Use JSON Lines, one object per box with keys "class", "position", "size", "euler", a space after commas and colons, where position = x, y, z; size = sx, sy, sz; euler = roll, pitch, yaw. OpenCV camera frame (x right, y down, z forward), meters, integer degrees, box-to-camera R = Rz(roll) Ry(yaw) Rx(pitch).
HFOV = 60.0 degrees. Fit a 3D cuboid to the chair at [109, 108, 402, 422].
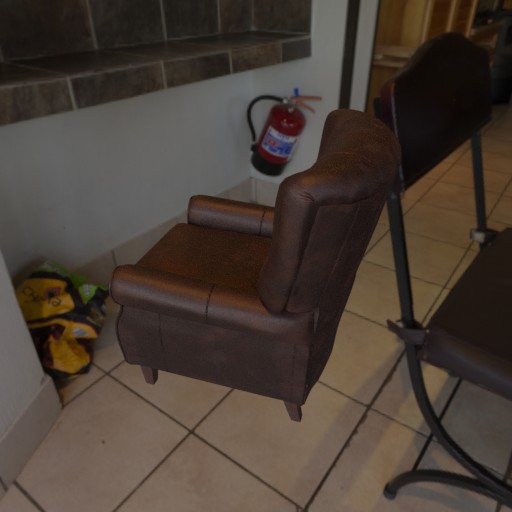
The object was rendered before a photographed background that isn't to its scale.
{"class": "chair", "position": [0.000, 0.000, 1.931], "size": [1.058, 1.158, 0.948], "euler": [9, 33, 15]}
